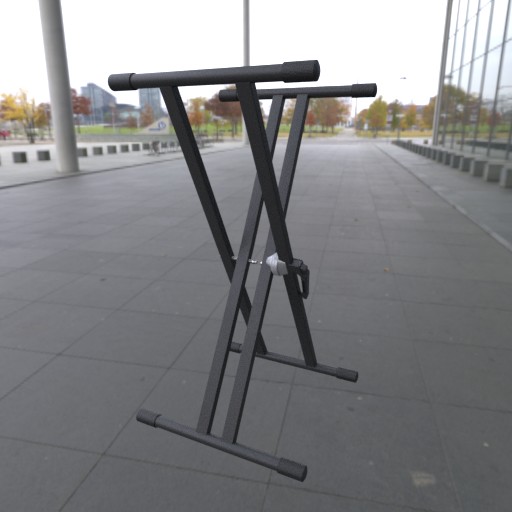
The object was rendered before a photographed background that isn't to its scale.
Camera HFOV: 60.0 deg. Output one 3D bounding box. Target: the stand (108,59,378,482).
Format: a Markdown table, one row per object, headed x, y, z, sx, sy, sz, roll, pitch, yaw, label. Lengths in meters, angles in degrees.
| x | y | z | sx | sy | sz | roll | pitch | yaw | label |
| --- | --- | --- | --- | --- | --- | --- | --- | --- | --- |
| 0.000 | 0.000 | 1.207 | 0.495 | 0.900 | 0.503 | 8 | 18 | 26 | stand |
